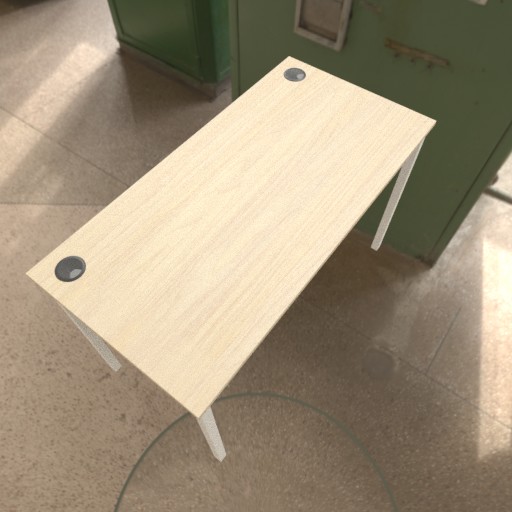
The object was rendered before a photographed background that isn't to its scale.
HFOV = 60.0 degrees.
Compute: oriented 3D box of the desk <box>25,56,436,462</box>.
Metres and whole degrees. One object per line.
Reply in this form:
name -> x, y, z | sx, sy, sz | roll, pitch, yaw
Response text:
desk -> 0.000, 0.000, 1.628 | 0.600, 0.750, 1.200 | 33, 63, 19
